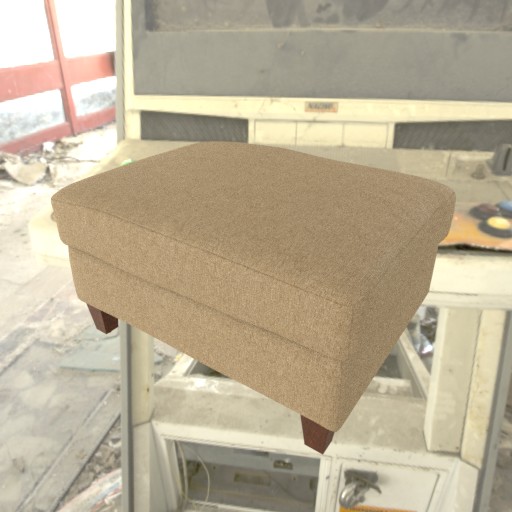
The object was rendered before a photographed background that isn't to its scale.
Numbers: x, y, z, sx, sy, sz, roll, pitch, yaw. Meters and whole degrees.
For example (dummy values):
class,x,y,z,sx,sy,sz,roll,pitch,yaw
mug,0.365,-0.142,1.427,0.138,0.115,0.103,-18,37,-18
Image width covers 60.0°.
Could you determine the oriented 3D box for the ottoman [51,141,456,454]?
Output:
class,x,y,z,sx,sy,sz,roll,pitch,yaw
ottoman,0.000,0.000,1.275,0.889,0.511,0.692,18,33,30
